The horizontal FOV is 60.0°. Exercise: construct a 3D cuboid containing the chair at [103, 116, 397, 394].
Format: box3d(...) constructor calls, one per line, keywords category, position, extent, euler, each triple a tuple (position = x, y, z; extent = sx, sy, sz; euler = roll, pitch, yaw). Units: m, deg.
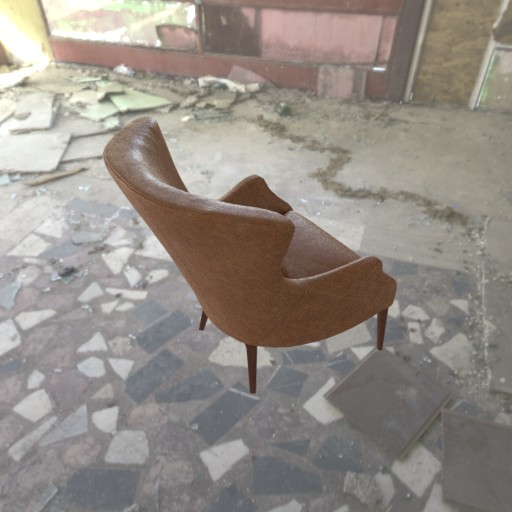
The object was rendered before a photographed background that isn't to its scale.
box3d(category="chair", position=(0.000, 0.000, 1.780), extent=(0.955, 1.067, 0.846), euler=(-25, 46, -27))
